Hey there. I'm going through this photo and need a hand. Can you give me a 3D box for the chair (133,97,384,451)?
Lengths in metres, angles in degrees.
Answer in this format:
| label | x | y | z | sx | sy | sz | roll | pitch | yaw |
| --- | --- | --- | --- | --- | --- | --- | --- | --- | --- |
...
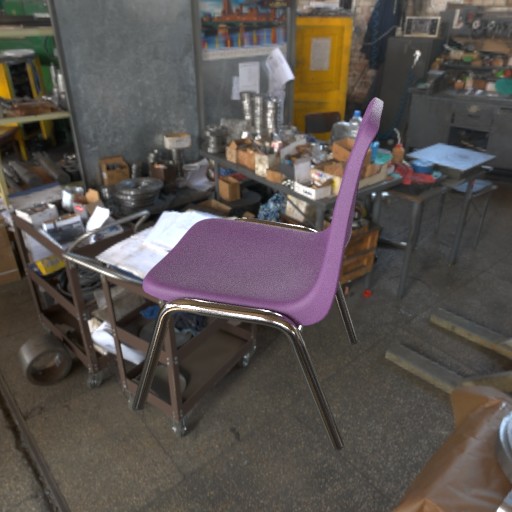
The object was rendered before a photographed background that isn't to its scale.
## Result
| label | x | y | z | sx | sy | sz | roll | pitch | yaw |
| --- | --- | --- | --- | --- | --- | --- | --- | --- | --- |
| chair | 0.000 | 0.000 | 0.846 | 0.419 | 0.584 | 0.356 | 8 | 30 | 14 |
